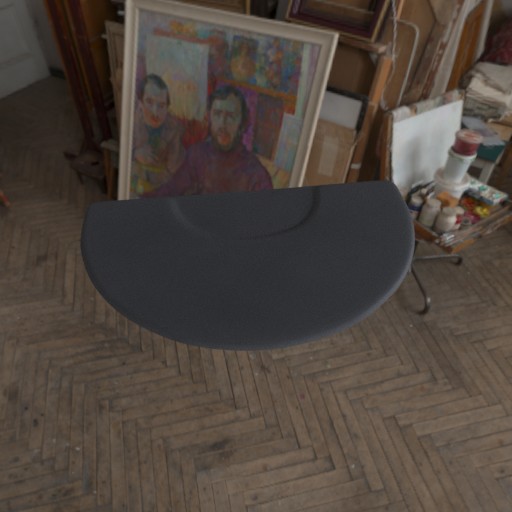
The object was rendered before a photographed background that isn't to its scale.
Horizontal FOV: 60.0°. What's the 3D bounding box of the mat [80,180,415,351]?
[{"bbox_3d":[0.000,0.000,1.879,1.525,0.022,0.917,-5,46,-5],"label":"mat"}]
